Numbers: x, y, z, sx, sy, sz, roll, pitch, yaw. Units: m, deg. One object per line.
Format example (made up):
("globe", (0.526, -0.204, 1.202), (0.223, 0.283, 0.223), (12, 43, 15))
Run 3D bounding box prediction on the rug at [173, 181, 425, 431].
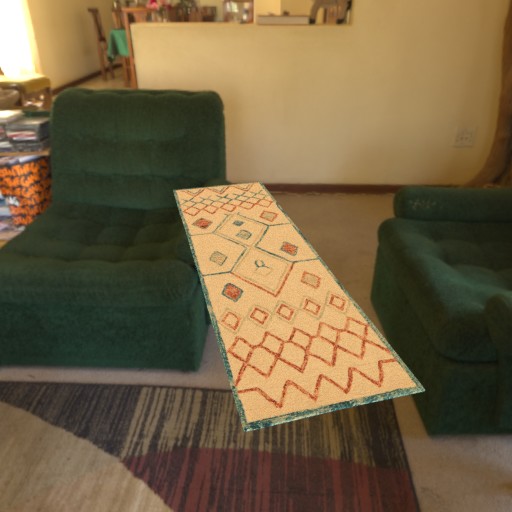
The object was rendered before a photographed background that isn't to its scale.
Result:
("rug", (0.000, 0.000, 2.711), (0.750, 0.011, 2.435), (-8, 31, -13))
